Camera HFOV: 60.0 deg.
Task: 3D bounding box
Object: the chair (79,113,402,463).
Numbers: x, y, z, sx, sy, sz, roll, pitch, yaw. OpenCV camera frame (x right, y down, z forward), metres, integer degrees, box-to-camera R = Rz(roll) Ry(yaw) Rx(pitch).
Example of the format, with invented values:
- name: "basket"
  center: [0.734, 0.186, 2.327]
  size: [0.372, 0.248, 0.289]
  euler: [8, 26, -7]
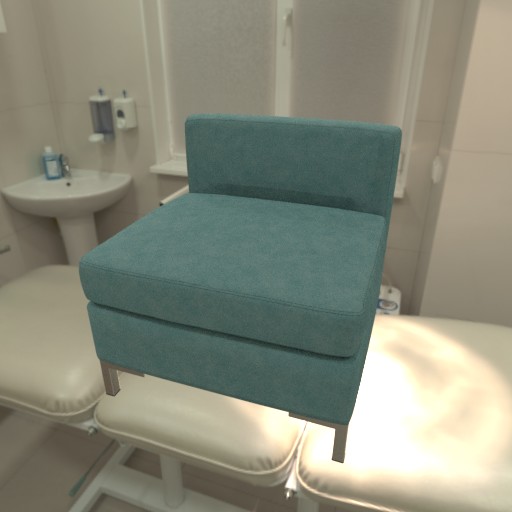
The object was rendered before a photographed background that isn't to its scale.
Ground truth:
- name: "chair"
  center: [0.000, 0.000, 1.236]
  size: [0.684, 0.660, 0.685]
  euler: [9, 28, 18]
